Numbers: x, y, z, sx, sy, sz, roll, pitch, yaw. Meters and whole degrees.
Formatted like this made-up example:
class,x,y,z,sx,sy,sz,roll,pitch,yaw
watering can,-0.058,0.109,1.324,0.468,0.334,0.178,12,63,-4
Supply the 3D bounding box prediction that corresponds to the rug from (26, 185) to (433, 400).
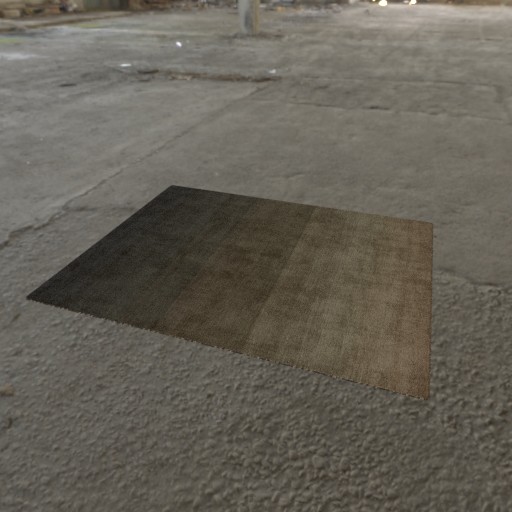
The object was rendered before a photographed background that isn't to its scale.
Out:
class,x,y,z,sx,sy,sz,roll,pitch,yaw
rug,0.000,0.000,3.852,2.902,0.017,2.306,10,33,16
